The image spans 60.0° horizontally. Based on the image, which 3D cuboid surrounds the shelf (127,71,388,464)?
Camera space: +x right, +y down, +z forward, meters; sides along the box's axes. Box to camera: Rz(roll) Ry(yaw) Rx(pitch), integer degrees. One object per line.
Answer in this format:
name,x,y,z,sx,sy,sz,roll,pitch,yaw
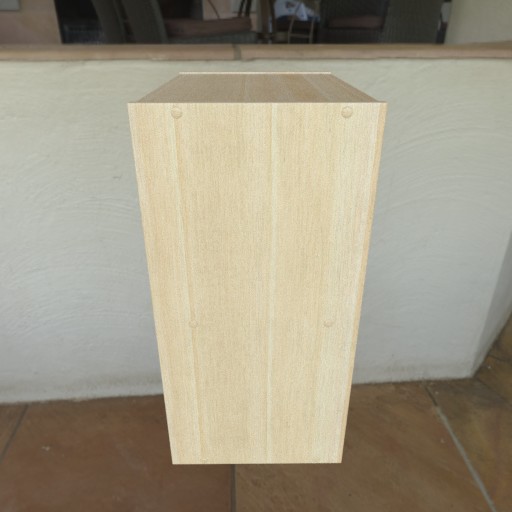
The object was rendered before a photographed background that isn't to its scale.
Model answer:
shelf,0.000,0.000,0.809,0.290,0.592,0.414,0,27,0
